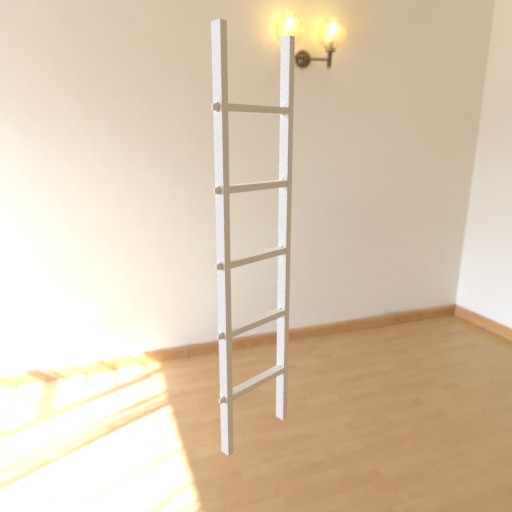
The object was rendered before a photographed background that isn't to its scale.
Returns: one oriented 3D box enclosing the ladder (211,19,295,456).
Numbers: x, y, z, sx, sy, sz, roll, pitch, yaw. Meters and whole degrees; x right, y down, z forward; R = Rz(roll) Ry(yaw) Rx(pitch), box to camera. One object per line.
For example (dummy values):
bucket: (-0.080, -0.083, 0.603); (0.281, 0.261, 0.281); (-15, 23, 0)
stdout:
ladder: (0.000, 0.000, 1.931); (0.051, 1.797, 0.452); (15, 21, 43)
